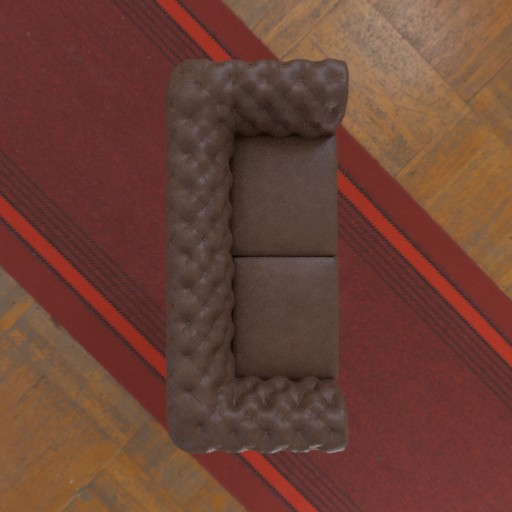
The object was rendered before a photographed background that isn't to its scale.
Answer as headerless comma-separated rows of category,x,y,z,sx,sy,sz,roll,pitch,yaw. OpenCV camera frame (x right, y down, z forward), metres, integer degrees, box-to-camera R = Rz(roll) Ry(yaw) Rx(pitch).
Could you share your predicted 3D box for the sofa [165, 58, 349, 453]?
sofa,0.000,0.000,2.569,0.955,0.784,2.048,0,90,-1
